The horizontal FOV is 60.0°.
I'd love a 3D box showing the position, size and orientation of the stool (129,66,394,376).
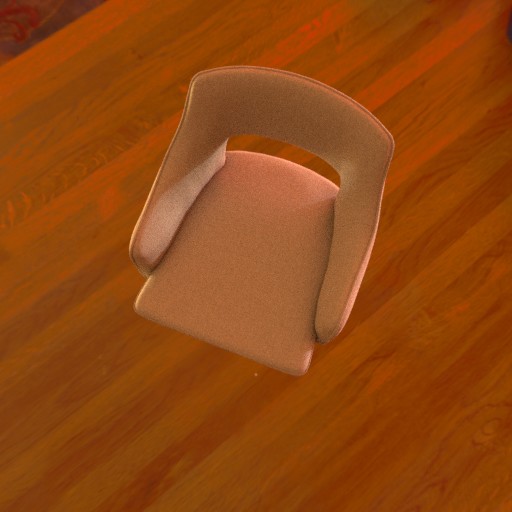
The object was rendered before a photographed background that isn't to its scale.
[{"bbox_3d":[0.000,0.000,1.279,0.550,0.936,0.560,20,76,5],"label":"stool"}]
